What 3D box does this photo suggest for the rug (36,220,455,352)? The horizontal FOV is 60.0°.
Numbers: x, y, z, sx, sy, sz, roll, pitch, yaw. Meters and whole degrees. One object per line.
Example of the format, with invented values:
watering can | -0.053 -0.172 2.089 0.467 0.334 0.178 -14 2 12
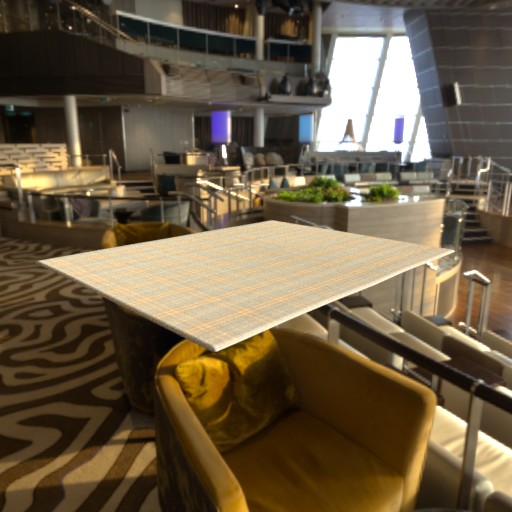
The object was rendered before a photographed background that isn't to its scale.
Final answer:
rug | 0.000 0.000 4.115 2.462 0.030 3.066 14 20 43
